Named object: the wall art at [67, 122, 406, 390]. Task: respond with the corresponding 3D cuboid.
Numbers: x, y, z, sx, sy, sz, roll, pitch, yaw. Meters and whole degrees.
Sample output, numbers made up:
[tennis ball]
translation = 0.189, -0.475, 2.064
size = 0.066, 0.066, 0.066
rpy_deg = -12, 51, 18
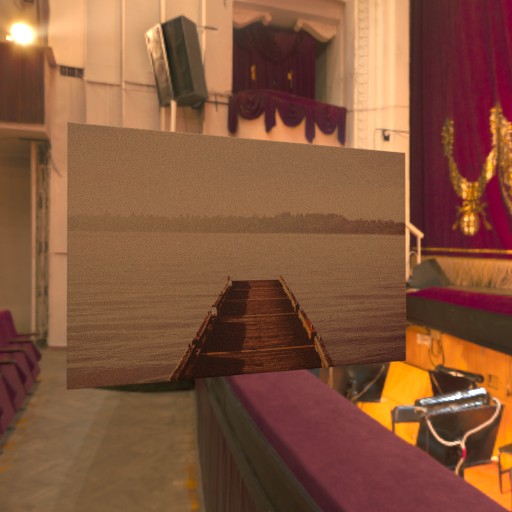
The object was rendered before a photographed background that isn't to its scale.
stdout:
[wall art]
translation = 0.000, 0.000, 0.784
size = 0.615, 0.410, 0.021
rpy_deg = 0, -1, -19
